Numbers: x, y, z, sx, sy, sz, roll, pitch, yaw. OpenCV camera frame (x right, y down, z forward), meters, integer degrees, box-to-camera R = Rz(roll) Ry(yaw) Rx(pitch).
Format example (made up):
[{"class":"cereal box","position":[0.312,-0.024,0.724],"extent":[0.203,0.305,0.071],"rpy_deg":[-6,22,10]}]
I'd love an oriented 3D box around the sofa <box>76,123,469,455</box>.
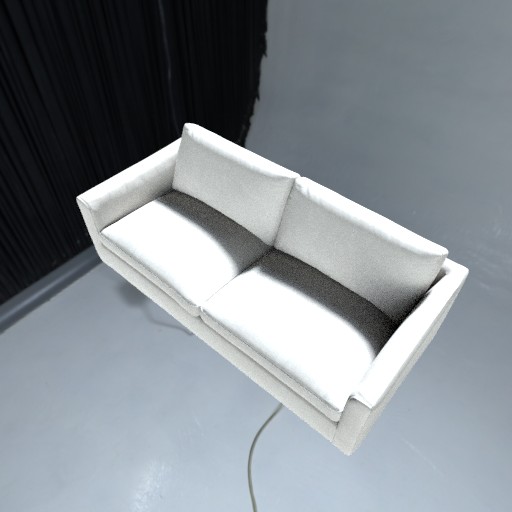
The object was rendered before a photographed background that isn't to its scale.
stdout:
[{"class":"sofa","position":[0.000,0.000,2.858],"extent":[2.588,0.838,1.090],"rpy_deg":[32,54,27]}]
